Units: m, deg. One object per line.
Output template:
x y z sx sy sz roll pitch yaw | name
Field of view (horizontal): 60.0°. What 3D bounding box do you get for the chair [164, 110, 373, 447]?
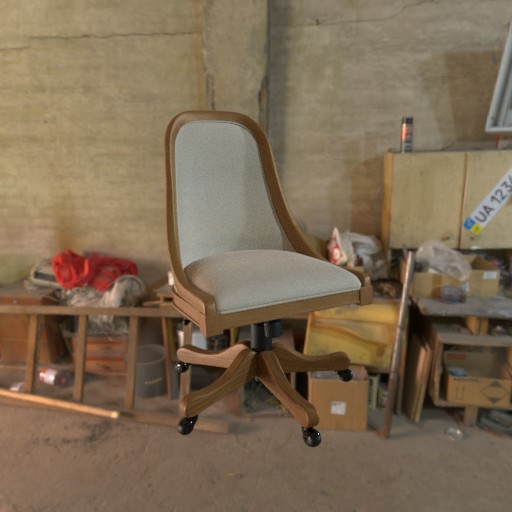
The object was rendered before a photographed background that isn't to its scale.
0.000 0.000 1.546 0.702 1.009 0.811 -7 16 -26 | chair
